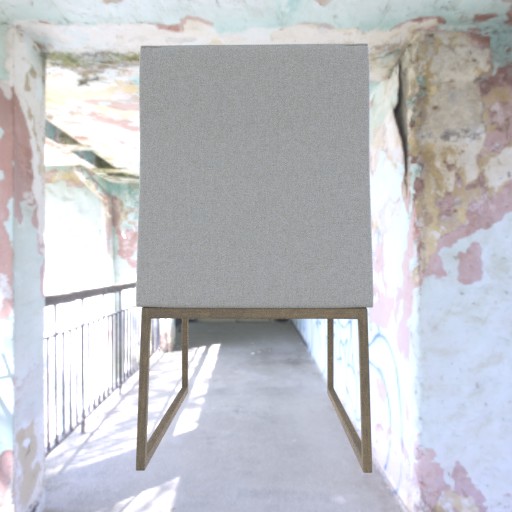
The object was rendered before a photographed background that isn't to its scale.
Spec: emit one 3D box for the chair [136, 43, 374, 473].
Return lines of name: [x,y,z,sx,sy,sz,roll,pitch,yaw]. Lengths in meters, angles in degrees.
chair: [0.000,0.000,1.146,0.508,0.863,0.522,0,0,1]
